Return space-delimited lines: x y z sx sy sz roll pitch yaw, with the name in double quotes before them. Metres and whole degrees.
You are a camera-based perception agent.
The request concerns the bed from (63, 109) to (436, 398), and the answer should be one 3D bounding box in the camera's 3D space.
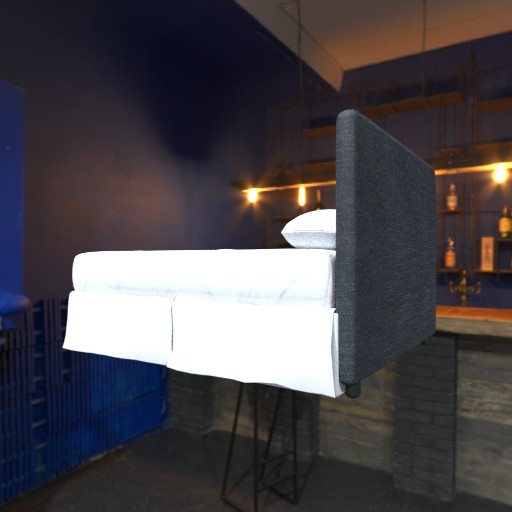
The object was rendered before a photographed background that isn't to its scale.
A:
"bed" 0.000 0.000 3.200 2.142 1.330 1.723 0 0 34
